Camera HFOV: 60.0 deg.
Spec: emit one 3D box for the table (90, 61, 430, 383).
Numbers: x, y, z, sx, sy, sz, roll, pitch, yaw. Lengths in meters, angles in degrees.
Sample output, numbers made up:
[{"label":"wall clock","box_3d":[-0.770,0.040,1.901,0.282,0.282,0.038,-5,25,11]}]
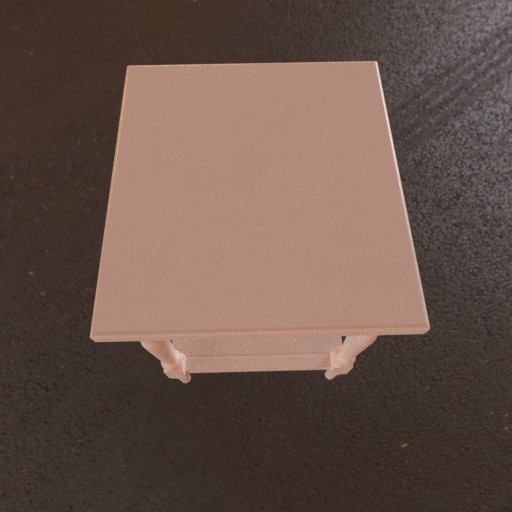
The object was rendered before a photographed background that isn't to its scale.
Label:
[{"label":"table","box_3d":[0.000,0.000,0.930,0.442,0.565,0.488,-1,65,-1]}]
